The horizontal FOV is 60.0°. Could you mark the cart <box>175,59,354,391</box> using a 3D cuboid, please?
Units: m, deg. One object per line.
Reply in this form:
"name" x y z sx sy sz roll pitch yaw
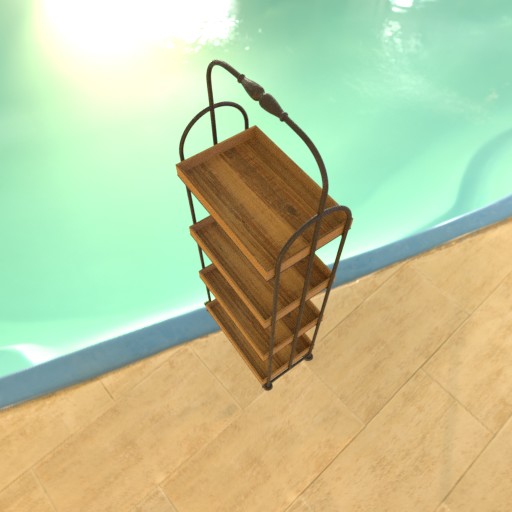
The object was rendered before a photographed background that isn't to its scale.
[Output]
"cart" 0.000 0.000 1.655 0.308 1.481 0.581 -31 63 -18
